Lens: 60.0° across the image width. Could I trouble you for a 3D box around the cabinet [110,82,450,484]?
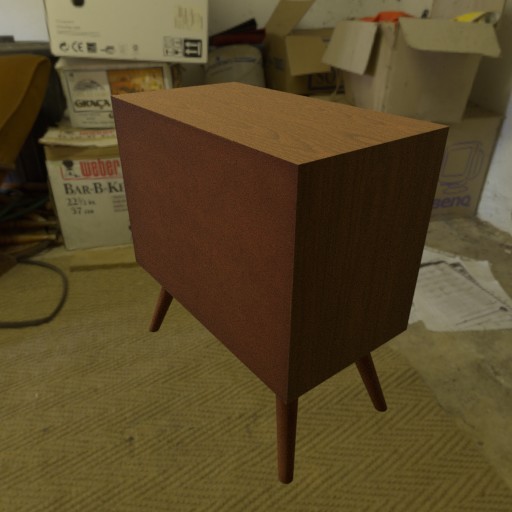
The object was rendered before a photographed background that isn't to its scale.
[{"bbox_3d":[0.000,0.000,1.163,0.388,0.748,0.712,-21,35,-32],"label":"cabinet"}]
